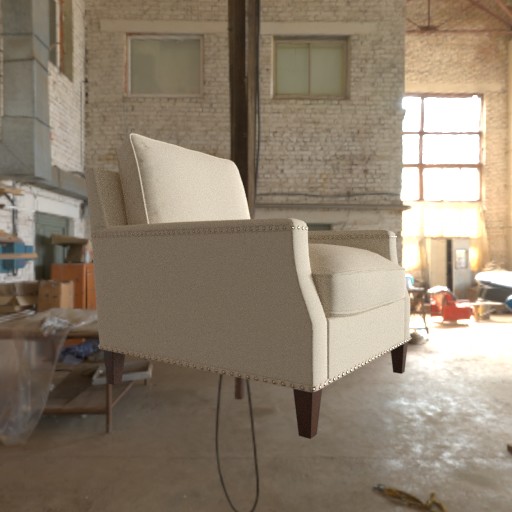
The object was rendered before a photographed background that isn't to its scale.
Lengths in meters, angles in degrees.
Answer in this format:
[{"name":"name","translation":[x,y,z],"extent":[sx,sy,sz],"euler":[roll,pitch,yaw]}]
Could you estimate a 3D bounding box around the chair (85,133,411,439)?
[{"name":"chair","translation":[0.000,0.000,1.738],"extent":[1.014,0.943,0.853],"euler":[0,0,35]}]
